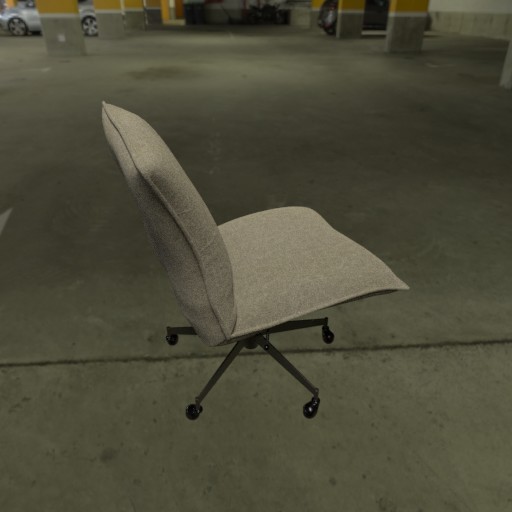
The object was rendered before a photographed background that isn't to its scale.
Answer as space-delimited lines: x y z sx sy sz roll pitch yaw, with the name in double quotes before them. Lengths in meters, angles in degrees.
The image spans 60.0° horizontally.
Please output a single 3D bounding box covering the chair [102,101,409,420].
"chair" 0.000 0.000 1.282 0.696 0.811 0.597 -12 32 -19
